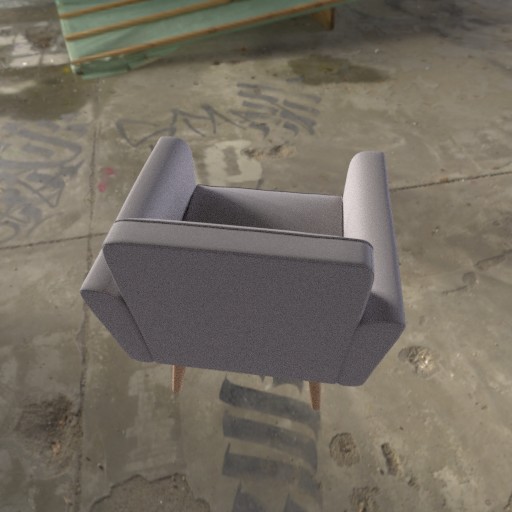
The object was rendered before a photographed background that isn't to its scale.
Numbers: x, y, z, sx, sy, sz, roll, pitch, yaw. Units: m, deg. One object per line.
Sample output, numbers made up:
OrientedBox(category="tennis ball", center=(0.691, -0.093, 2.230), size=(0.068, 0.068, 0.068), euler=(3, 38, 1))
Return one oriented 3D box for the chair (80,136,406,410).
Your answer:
OrientedBox(category="chair", center=(0.000, 0.000, 1.401), size=(0.780, 0.780, 0.750), euler=(5, 46, 5))
